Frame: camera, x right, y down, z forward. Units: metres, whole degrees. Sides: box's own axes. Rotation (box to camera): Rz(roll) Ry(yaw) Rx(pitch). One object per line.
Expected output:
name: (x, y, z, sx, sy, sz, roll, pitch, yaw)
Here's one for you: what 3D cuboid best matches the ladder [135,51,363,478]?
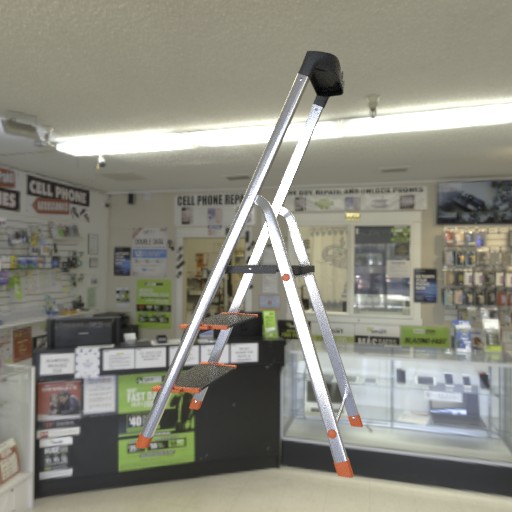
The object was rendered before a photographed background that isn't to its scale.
ladder: (0.000, 0.000, 1.523, 0.686, 1.229, 0.416, 0, -1, 17)
